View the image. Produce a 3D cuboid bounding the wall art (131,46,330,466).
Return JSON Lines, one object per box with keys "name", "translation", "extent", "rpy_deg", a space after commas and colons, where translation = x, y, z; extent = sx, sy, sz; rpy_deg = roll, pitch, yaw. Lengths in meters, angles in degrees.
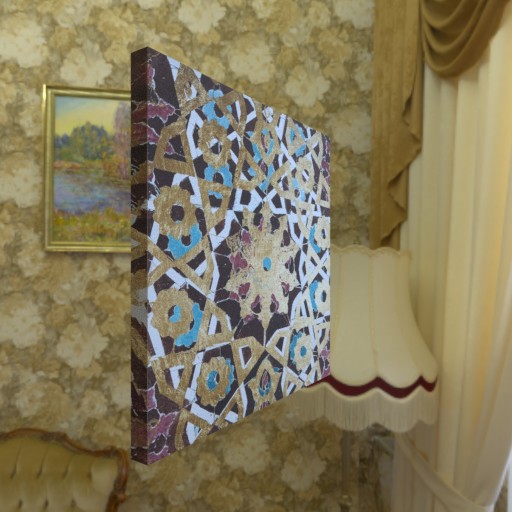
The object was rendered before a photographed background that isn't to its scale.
{"name": "wall art", "translation": [0.000, 0.000, 0.908], "extent": [0.041, 0.613, 0.609], "rpy_deg": [0, 0, 35]}
